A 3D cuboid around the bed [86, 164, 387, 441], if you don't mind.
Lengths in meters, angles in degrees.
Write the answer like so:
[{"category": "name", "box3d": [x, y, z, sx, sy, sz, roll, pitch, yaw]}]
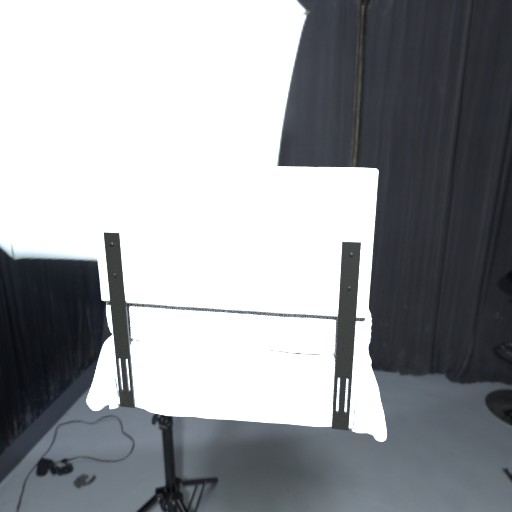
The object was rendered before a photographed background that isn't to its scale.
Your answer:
[{"category": "bed", "box3d": [0.000, 0.000, 3.585, 1.936, 1.577, 2.222, 3, 16, 9]}]
